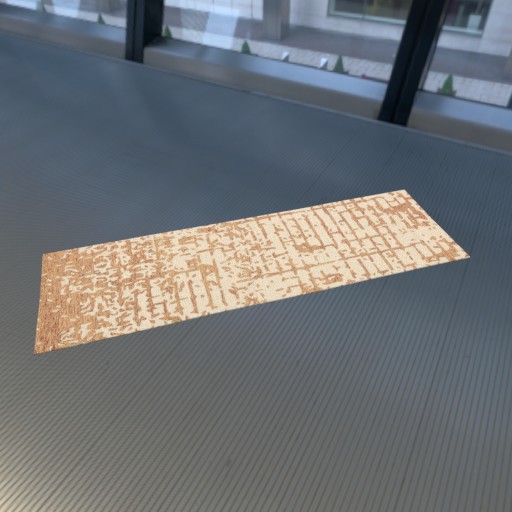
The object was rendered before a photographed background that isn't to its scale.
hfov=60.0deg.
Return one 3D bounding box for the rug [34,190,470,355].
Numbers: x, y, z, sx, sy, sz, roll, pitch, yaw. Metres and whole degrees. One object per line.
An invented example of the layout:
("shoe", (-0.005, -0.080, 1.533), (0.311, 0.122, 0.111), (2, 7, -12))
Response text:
("rug", (0.000, 0.000, 2.642), (2.435, 0.011, 0.750), (-11, 43, -12))
